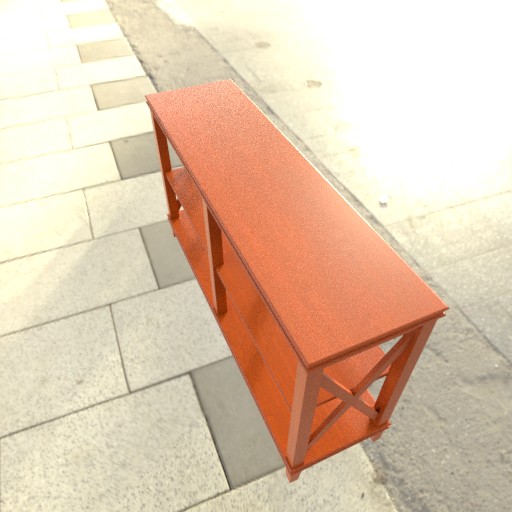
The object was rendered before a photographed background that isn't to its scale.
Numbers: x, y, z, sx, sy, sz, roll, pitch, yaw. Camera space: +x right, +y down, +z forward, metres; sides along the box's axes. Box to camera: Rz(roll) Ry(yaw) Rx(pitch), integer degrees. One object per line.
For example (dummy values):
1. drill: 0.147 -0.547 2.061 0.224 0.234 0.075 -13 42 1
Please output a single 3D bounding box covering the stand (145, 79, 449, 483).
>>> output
1. stand: 0.000 0.000 1.696 0.381 0.762 1.372 -18 48 -17
